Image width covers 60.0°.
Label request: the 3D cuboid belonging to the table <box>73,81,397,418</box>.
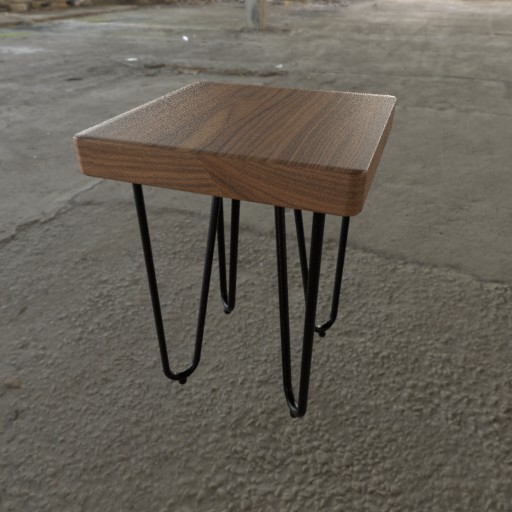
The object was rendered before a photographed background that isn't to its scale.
[{"bbox_3d":[0.000,0.000,1.012,0.479,0.641,0.480,11,34,17],"label":"table"}]
